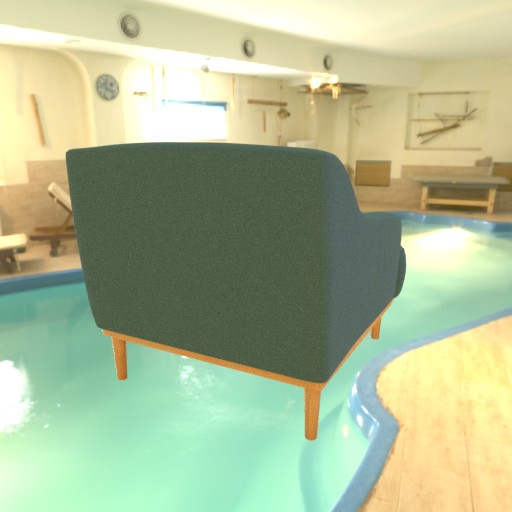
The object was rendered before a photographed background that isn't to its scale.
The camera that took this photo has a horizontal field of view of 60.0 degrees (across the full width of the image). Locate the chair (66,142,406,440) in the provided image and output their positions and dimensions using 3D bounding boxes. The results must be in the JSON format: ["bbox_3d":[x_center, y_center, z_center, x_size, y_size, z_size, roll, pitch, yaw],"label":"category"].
[{"bbox_3d":[0.000,0.000,1.623,0.946,0.818,0.951,8,17,26],"label":"chair"}]
